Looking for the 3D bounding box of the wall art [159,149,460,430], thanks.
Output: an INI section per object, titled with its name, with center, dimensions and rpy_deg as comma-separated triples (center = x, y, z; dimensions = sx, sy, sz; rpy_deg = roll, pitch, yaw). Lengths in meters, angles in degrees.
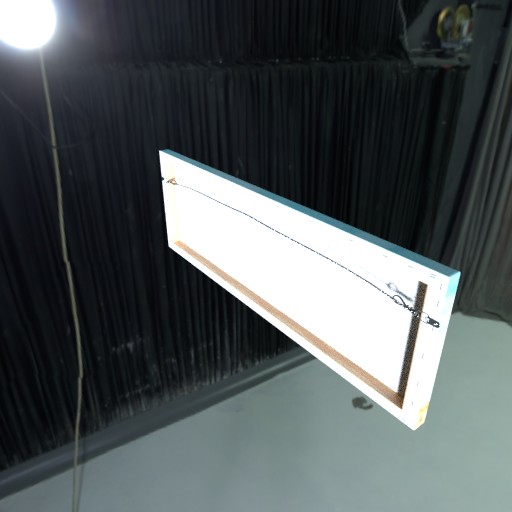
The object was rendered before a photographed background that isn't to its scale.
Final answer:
[wall art]
center = 0.000, 0.000, 0.844
dimensions = 0.044, 0.254, 0.759
rpy_deg = -19, 33, -32
